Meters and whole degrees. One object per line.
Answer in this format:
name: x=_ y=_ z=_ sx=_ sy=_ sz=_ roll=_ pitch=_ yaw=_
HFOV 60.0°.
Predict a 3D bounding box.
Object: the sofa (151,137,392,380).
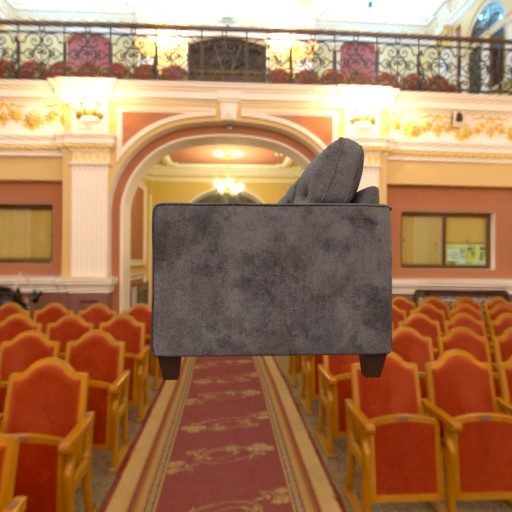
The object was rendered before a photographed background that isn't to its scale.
sofa: x=0.000 y=0.000 z=2.711 sx=0.939 sy=0.965 sz=2.133 roll=0 pitch=-1 yaw=-3
